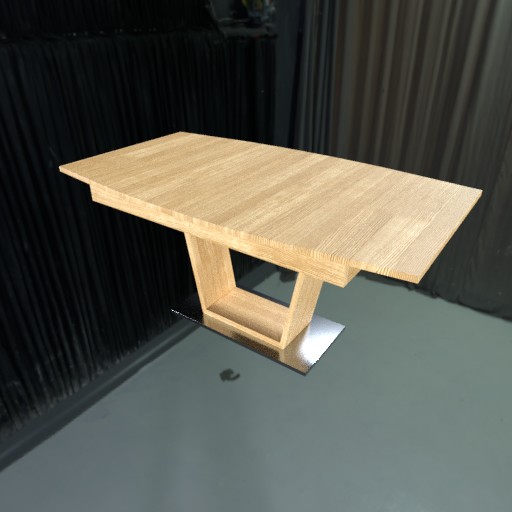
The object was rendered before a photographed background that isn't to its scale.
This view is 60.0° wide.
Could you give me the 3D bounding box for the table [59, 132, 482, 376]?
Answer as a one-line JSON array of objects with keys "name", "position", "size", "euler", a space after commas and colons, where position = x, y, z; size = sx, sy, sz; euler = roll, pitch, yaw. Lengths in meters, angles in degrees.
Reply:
[{"name": "table", "position": [0.000, 0.000, 2.024], "size": [1.598, 0.748, 0.900], "euler": [19, 34, 30]}]
